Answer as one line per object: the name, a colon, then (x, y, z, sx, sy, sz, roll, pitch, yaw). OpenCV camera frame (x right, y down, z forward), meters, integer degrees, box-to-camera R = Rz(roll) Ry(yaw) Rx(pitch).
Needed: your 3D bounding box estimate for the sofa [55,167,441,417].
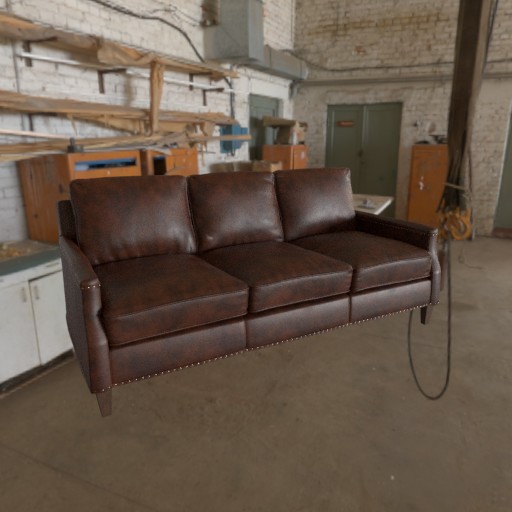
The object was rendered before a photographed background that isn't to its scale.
sofa: (0.000, 0.000, 2.796, 2.240, 1.003, 1.084, -8, 17, -28)
